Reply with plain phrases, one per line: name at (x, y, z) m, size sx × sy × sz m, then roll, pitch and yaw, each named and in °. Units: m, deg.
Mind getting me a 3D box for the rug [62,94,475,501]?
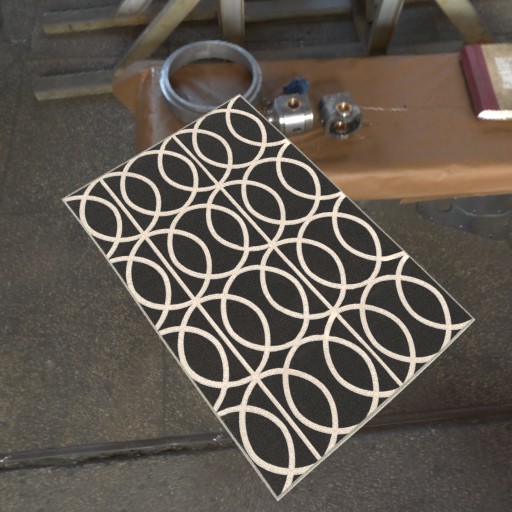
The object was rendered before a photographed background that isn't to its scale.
rug at (0.000, 0.000, 2.805) m, size 1.528 × 0.014 × 2.294 m, roll -36°, pitch 70°, yaw -15°
